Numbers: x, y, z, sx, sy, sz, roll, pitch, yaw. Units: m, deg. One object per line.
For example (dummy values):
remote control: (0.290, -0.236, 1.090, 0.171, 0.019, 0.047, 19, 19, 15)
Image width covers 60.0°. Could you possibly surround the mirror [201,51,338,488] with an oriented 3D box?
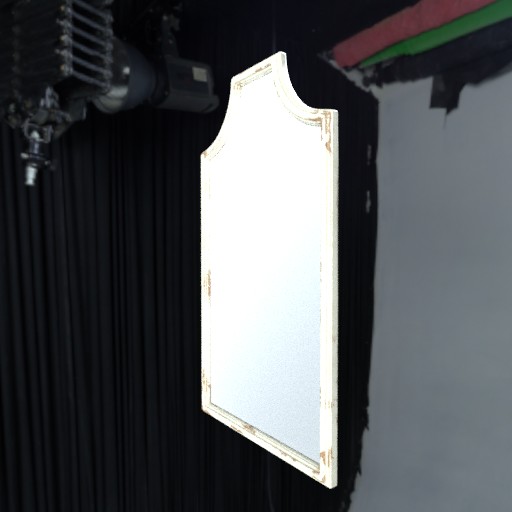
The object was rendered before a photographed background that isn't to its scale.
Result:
mirror: (0.000, 0.000, 0.844, 0.022, 0.717, 0.403, -1, 2, -36)
